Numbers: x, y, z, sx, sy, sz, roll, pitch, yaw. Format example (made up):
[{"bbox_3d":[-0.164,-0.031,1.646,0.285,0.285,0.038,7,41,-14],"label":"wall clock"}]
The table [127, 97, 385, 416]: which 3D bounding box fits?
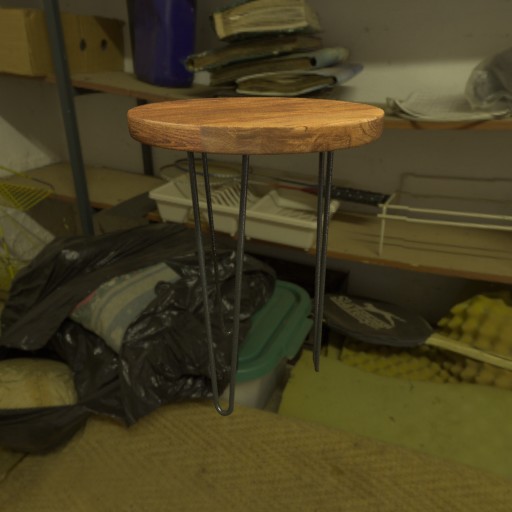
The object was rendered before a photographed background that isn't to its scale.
[{"bbox_3d":[0.000,0.000,0.816,0.400,0.520,0.400,0,24,0],"label":"table"}]
